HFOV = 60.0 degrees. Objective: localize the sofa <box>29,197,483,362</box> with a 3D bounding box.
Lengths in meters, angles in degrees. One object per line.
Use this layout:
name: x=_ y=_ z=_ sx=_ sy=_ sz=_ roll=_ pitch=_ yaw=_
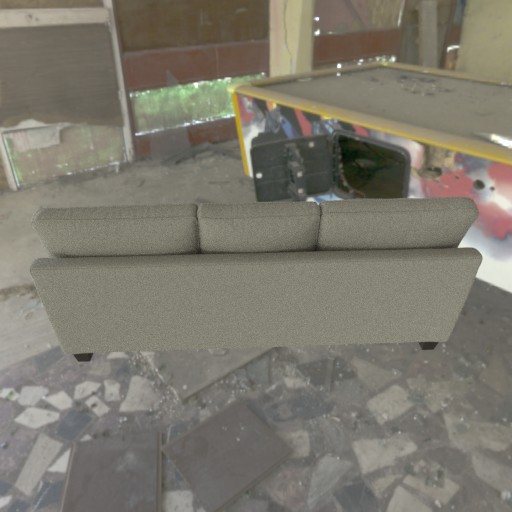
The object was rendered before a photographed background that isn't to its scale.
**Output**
sofa: x=0.000 y=0.000 z=2.782 sx=2.323 sy=0.997 sz=1.016 roll=-1 pitch=31 yaw=-2
